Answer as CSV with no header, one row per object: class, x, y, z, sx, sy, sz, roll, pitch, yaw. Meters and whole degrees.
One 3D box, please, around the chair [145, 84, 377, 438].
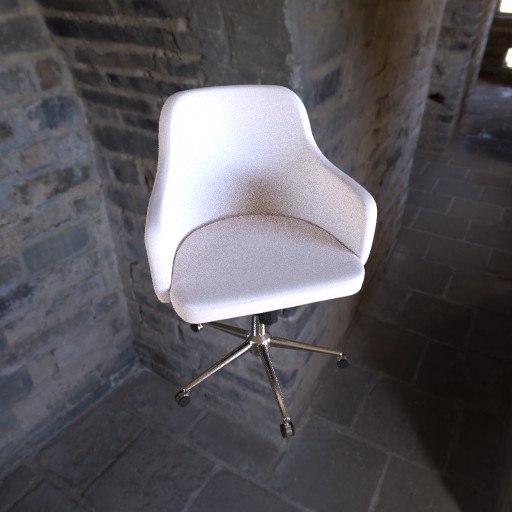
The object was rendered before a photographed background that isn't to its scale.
chair,0.000,0.000,1.276,0.602,0.819,0.647,-9,34,-14
